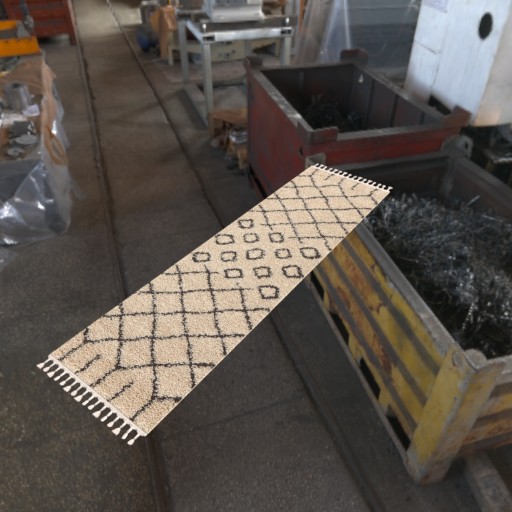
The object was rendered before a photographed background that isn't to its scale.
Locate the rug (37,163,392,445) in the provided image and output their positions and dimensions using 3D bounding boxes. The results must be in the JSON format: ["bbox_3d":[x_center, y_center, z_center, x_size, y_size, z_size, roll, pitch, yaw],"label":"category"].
[{"bbox_3d":[0.000,0.000,2.626,0.660,0.005,2.464,25,45,28],"label":"rug"}]
